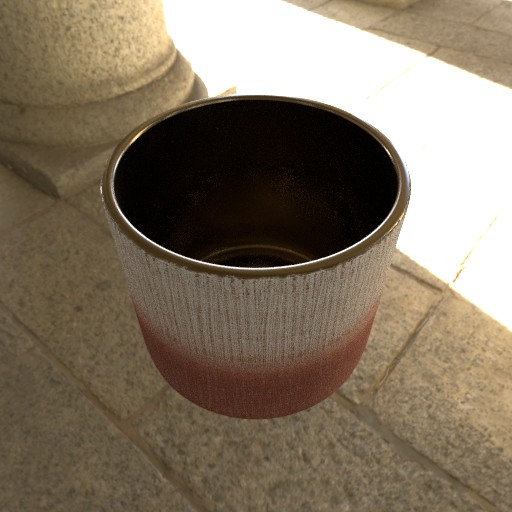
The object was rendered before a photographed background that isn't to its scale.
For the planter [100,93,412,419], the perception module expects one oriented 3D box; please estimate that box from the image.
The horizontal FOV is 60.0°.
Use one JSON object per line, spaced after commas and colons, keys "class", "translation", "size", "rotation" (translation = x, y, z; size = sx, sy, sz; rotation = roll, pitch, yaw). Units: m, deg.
{"class": "planter", "translation": [0.000, 0.000, 0.442], "size": [0.254, 0.221, 0.254], "rotation": [0, 47, 0]}
